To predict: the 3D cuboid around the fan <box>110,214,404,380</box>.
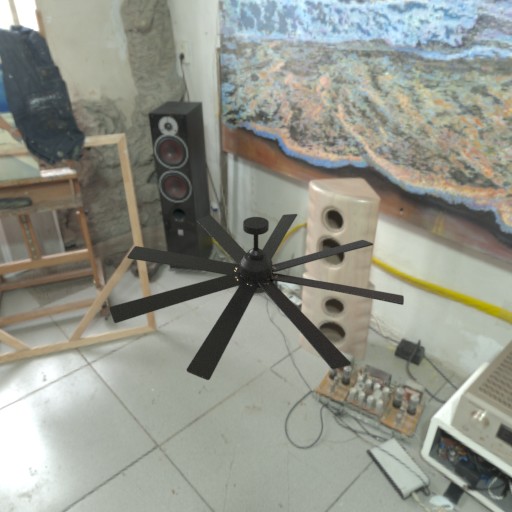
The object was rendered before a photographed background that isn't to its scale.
[{"bbox_3d":[0.000,0.000,2.784,1.830,0.472,1.830,9,32,15],"label":"fan"}]
